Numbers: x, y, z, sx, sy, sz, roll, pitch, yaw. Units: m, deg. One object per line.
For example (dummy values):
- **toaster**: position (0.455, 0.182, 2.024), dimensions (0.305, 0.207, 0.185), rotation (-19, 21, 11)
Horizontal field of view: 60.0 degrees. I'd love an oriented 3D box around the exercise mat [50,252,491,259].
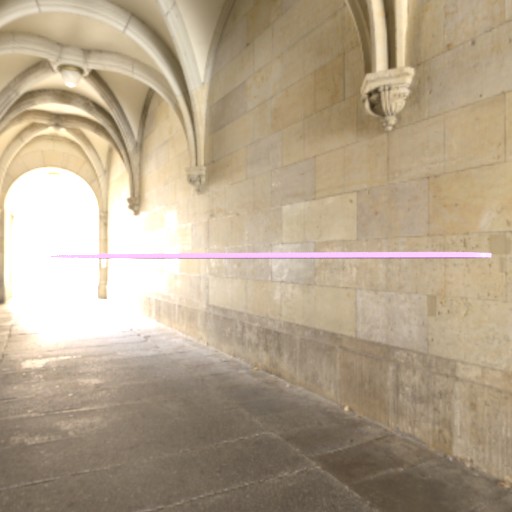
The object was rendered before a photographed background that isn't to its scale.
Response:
- **exercise mat**: position (0.000, 0.000, 2.043), dimensions (1.869, 0.021, 0.616), rotation (0, -1, 18)
